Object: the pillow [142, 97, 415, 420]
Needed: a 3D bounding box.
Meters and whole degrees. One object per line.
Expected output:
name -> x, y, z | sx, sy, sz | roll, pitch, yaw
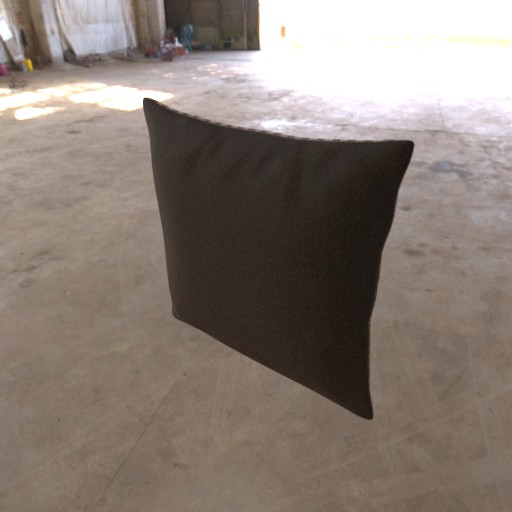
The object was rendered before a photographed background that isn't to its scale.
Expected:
pillow -> 0.000, 0.000, 0.812 | 0.523, 0.506, 0.166 | 21, 35, 32
